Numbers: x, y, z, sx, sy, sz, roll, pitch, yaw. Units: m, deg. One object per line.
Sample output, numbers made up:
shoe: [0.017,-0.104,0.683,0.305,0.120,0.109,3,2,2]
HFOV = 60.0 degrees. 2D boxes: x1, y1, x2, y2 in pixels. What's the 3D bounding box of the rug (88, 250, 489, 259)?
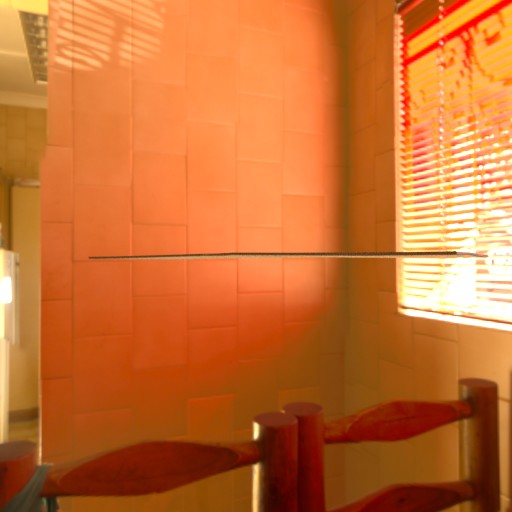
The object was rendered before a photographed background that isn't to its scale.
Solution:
rug: [0.000,0.000,2.555,2.320,0.032,0.692,-1,-1,37]
